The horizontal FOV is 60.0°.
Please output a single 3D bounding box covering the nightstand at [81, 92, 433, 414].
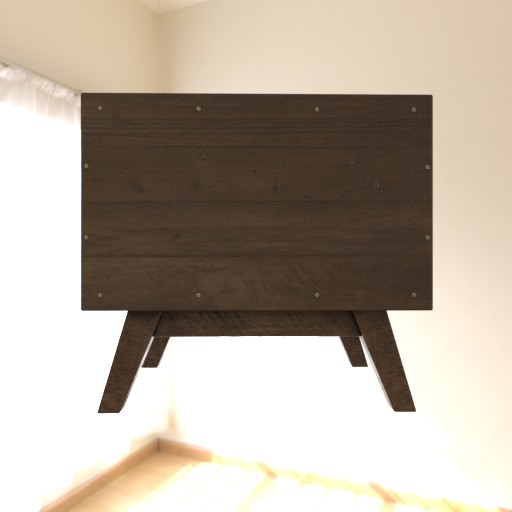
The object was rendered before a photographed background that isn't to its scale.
[{"bbox_3d":[0.000,0.000,1.040,0.650,0.599,0.450,0,0,-1],"label":"nightstand"}]
